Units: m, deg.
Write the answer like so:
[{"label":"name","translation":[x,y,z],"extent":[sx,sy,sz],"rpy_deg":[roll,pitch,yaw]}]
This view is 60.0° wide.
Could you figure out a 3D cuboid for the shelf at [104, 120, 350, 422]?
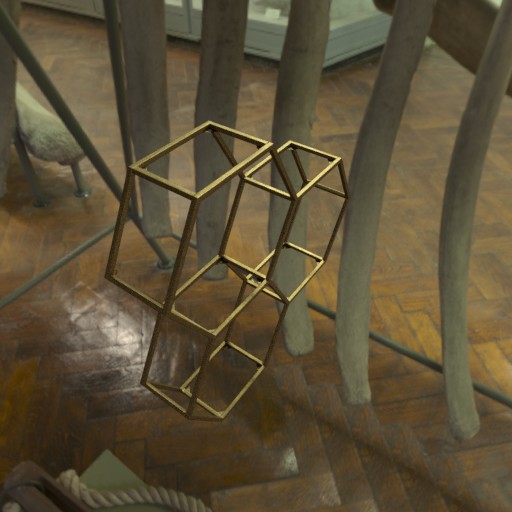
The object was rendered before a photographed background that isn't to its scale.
[{"label":"shelf","translation":[0.000,0.000,1.079],"extent":[0.150,0.701,0.708],"rpy_deg":[26,49,25]}]
